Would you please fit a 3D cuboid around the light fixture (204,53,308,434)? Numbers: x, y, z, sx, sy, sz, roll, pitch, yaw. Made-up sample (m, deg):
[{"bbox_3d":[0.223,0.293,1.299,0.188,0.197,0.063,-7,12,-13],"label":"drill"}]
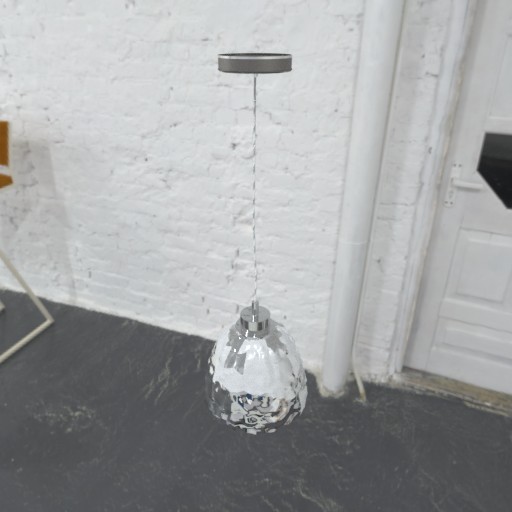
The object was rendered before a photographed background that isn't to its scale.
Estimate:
[{"bbox_3d":[0.000,0.000,1.826,0.500,1.511,0.496,0,27,0],"label":"light fixture"}]
